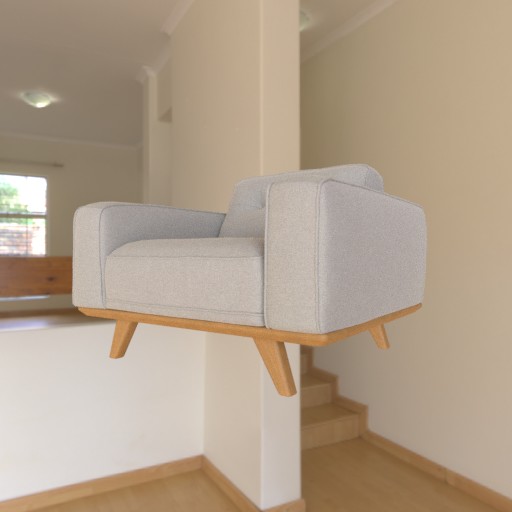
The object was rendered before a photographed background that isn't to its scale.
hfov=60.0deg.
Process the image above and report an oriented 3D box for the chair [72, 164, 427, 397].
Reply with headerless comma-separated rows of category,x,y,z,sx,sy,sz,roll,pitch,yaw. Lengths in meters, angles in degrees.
chair,0.000,0.000,1.776,1.115,0.779,0.953,0,0,36
